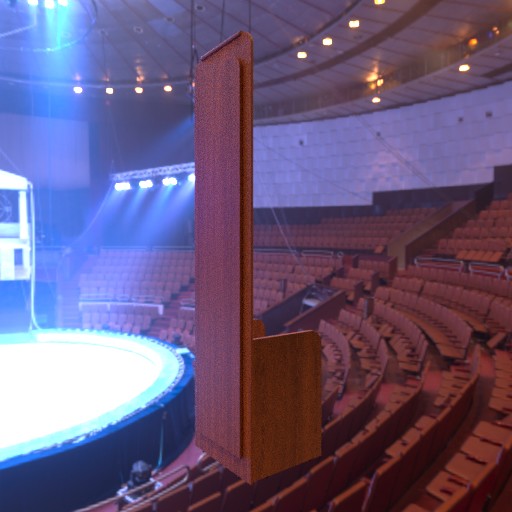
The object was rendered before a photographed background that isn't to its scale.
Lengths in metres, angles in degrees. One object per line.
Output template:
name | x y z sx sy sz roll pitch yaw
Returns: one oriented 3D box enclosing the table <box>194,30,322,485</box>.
table | 0.000 0.000 2.049 0.420 1.830 0.450 -1 1 -37
